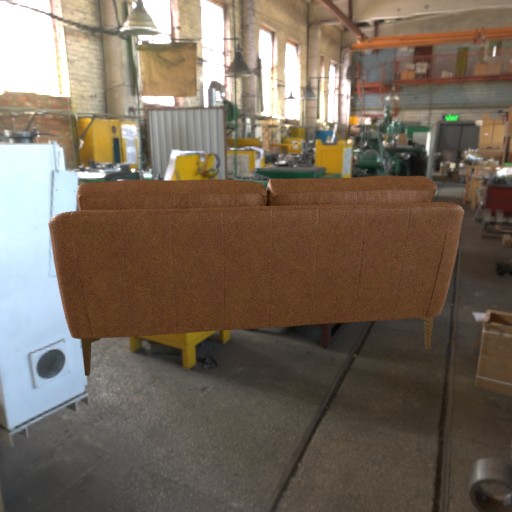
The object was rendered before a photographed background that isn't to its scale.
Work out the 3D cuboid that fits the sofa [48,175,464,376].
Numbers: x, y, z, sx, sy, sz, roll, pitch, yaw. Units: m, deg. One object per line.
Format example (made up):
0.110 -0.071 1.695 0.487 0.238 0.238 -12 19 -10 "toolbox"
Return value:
0.000 0.000 2.547 2.036 0.945 0.981 -2 15 -8 "sofa"
